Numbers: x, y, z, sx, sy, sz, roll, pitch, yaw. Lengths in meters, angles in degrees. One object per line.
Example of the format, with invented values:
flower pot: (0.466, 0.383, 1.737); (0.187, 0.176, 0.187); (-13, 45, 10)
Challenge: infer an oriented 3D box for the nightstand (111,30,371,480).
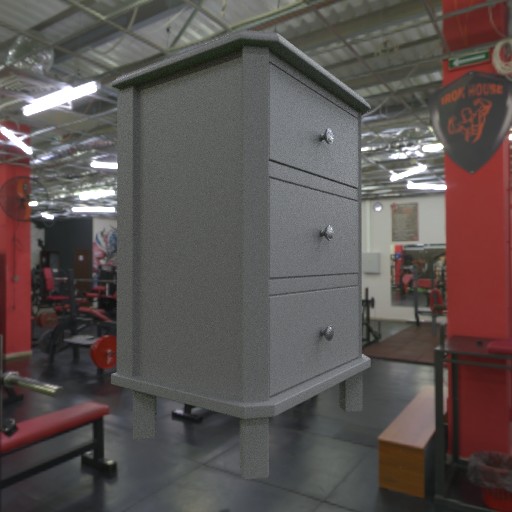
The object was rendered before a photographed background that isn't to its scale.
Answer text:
nightstand: (0.000, 0.000, 0.914); (0.350, 0.680, 0.450); (0, -1, 36)
